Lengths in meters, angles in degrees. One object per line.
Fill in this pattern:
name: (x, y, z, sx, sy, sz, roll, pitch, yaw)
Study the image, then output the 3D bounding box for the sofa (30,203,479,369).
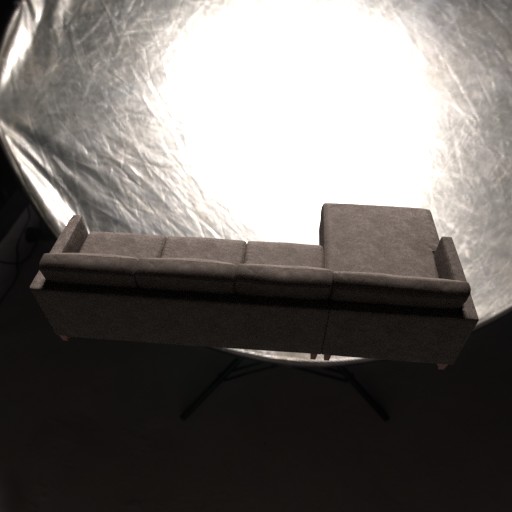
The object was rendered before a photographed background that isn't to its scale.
sofa: (0.000, 0.000, 4.106, 3.471, 0.954, 1.606, 4, 45, 4)
